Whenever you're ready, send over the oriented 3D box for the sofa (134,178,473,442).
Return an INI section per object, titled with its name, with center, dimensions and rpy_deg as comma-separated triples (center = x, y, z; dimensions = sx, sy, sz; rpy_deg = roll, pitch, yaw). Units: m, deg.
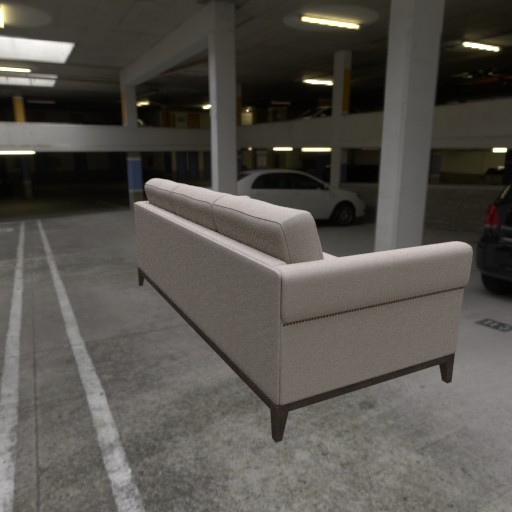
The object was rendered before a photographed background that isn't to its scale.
[sofa]
center = 0.000, 0.000, 2.678
dimensions = 0.959, 0.838, 2.210
rpy_deg = -7, 16, -27
